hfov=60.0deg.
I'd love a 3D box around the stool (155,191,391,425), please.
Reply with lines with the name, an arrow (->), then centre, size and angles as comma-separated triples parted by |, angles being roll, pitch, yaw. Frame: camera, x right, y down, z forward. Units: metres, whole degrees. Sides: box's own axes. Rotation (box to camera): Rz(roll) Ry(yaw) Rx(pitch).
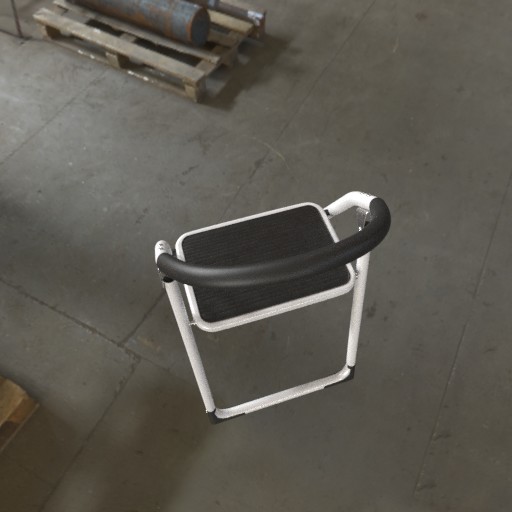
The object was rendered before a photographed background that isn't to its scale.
stool -> 0.000, 0.000, 1.104 | 0.453, 0.760, 0.559 | -15, 60, -9
